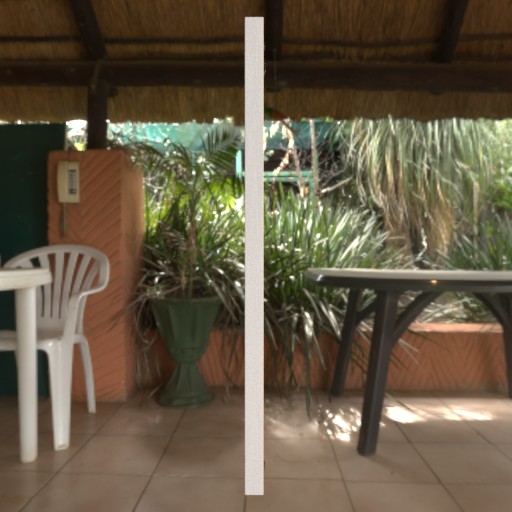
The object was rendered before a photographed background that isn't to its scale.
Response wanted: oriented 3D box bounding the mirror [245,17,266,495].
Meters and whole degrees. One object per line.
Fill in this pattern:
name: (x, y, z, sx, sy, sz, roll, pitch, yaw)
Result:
mirror: (0.000, 0.000, 1.152, 0.040, 0.915, 0.609, 0, 0, 0)
